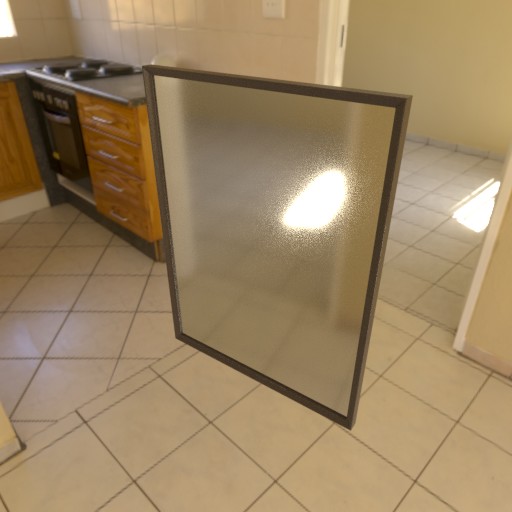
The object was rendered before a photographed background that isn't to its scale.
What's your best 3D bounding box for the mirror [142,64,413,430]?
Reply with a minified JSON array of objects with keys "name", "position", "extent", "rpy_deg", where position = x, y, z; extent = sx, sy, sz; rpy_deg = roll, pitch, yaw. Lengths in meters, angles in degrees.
[{"name":"mirror","position":[0.000,0.000,1.346],"extent":[0.762,1.016,0.041],"rpy_deg":[20,36,29]}]
